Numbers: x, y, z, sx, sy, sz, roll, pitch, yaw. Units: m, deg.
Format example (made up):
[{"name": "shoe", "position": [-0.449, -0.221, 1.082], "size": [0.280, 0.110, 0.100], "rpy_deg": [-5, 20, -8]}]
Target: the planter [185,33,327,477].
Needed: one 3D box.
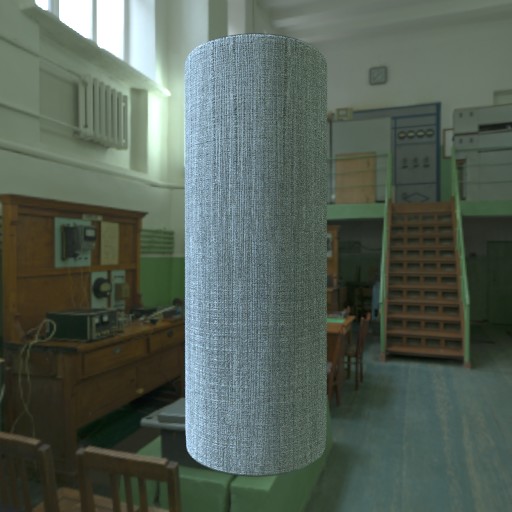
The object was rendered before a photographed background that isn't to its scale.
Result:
[{"name": "planter", "position": [0.000, 0.000, 0.317], "size": [0.100, 0.270, 0.100], "rpy_deg": [0, 1, 18]}]
